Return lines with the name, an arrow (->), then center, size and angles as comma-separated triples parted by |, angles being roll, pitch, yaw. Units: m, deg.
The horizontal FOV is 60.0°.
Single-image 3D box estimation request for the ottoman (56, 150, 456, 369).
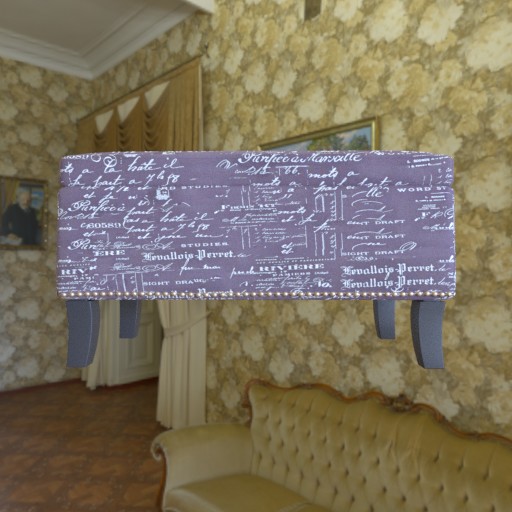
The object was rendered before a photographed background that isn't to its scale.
ottoman -> 0.000, 0.000, 1.081 | 0.813, 0.457, 0.406 | 0, 0, 1
